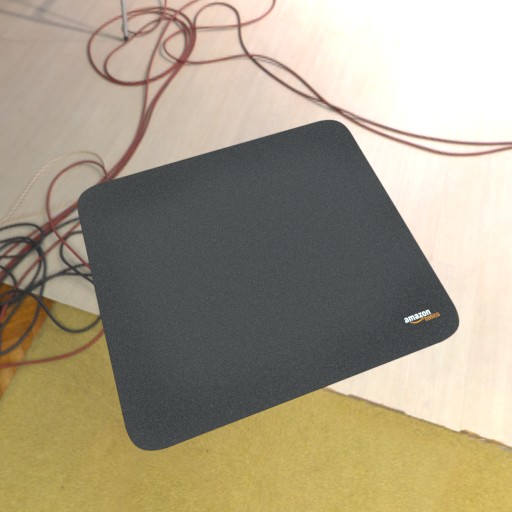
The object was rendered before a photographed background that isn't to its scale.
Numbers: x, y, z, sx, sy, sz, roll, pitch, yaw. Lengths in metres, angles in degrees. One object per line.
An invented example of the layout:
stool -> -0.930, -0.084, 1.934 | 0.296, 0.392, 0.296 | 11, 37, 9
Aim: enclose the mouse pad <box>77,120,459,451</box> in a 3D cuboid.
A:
mouse pad -> 0.000, 0.000, 0.321 | 0.229, 0.003, 0.203 | -18, 65, -9
